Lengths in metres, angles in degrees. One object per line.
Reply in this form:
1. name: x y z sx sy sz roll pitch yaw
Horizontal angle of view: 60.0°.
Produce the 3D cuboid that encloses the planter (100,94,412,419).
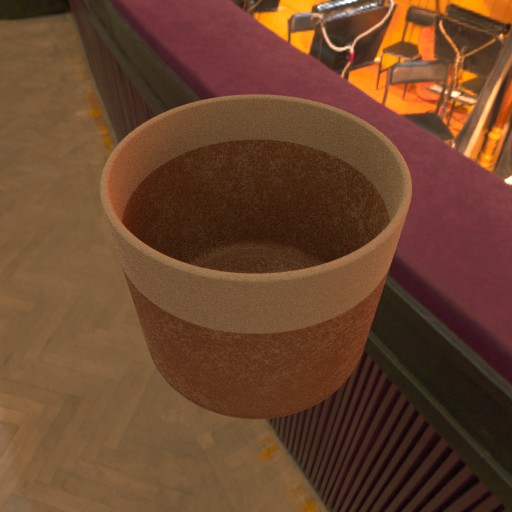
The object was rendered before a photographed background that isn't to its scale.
1. planter: 0.000 0.000 0.280 0.159 0.138 0.159 0 46 0
